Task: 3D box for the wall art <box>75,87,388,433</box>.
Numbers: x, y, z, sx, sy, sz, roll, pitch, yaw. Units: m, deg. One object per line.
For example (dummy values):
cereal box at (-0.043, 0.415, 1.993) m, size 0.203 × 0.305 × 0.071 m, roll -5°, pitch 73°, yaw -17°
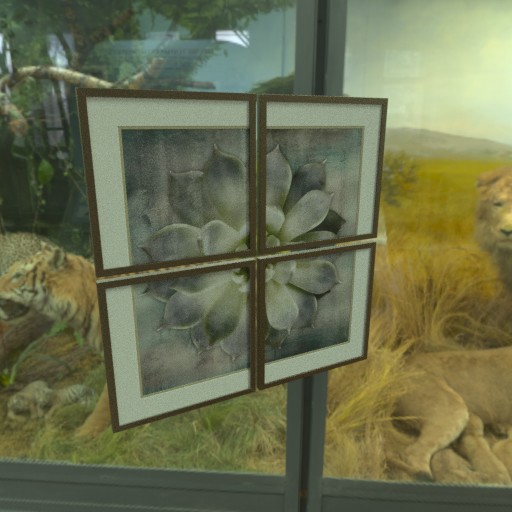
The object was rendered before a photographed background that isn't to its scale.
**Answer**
wall art at (0.000, 0.000, 1.498) m, size 1.032 × 1.032 × 0.030 m, roll -8°, pitch 18°, yaw -26°
